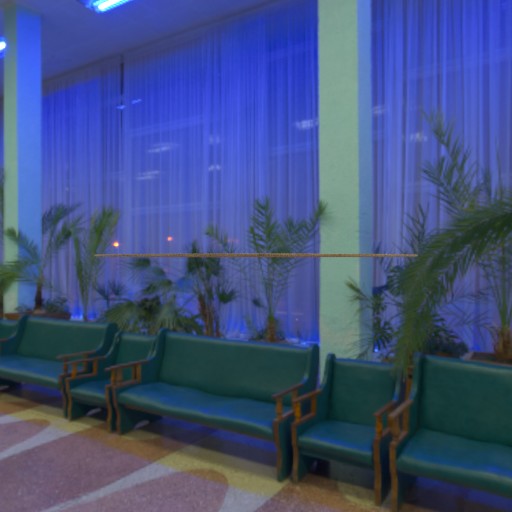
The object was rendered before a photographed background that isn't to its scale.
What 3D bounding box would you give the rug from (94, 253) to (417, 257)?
[{"bbox_3d":[0.000,0.000,3.570,2.444,0.015,2.444,0,0,0],"label":"rug"}]
